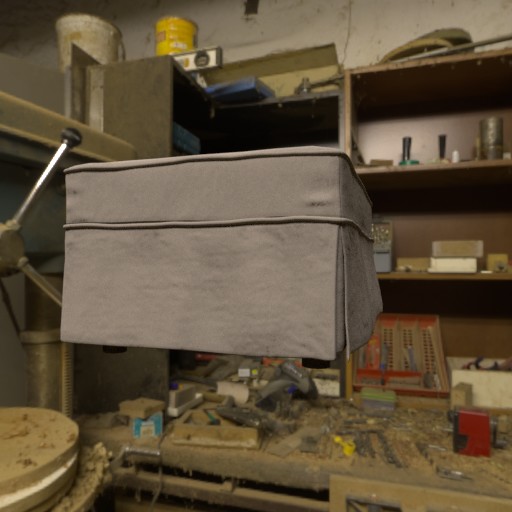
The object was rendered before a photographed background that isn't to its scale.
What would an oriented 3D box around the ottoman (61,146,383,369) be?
[{"bbox_3d":[0.000,0.000,1.340,0.703,0.479,0.944,0,-1,18],"label":"ottoman"}]
